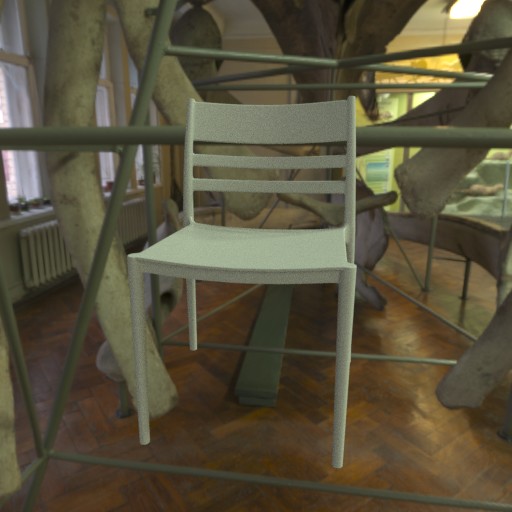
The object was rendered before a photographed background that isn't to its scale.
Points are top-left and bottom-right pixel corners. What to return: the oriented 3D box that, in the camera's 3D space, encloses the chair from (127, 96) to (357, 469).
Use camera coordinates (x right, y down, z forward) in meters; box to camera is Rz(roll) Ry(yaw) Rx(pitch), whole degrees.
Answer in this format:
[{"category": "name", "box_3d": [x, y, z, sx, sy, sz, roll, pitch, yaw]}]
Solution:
[{"category": "chair", "box_3d": [0.000, 0.000, 1.134, 0.531, 0.800, 0.511, 3, 15, 10]}]
